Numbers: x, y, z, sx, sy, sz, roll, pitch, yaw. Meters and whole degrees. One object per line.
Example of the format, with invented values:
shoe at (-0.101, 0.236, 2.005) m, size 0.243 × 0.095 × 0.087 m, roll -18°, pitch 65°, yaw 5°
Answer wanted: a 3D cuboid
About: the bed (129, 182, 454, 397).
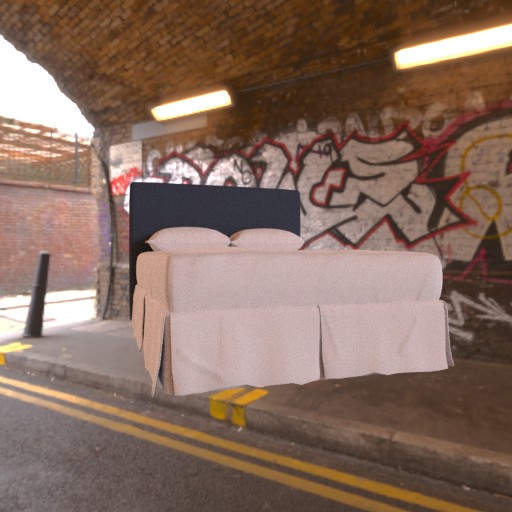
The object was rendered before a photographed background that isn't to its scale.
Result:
bed at (0.000, 0.000, 3.259) m, size 1.713 × 1.330 × 2.162 m, roll 0°, pitch 0°, yaw -19°
